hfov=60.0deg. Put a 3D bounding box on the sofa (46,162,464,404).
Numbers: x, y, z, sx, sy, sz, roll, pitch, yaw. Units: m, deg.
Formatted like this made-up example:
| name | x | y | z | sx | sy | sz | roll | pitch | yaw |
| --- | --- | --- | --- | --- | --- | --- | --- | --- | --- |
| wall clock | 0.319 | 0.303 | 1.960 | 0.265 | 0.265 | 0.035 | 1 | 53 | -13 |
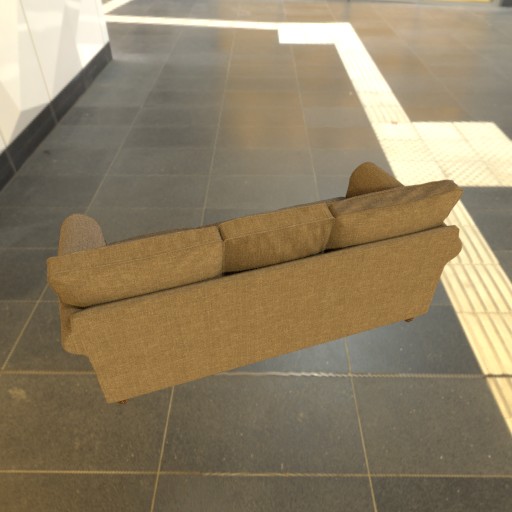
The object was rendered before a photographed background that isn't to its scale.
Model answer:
| name | x | y | z | sx | sy | sz | roll | pitch | yaw |
| --- | --- | --- | --- | --- | --- | --- | --- | --- | --- |
| sofa | 0.000 | 0.000 | 2.561 | 2.084 | 0.961 | 0.916 | -13 | 42 | -14 |
